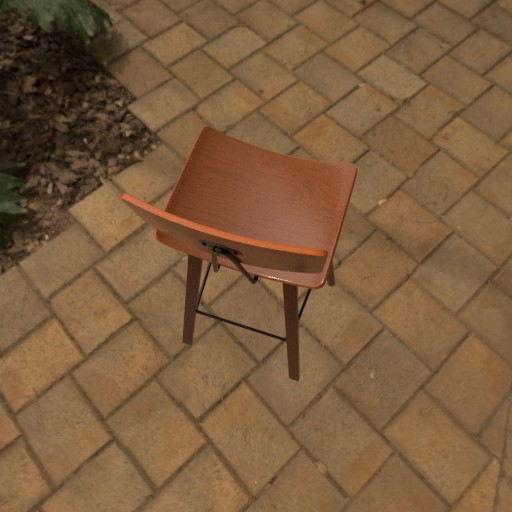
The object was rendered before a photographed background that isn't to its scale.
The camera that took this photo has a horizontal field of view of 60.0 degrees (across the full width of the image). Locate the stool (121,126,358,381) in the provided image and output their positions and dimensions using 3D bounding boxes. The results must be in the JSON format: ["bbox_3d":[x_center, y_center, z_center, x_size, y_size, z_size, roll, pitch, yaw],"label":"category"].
[{"bbox_3d":[0.000,0.000,1.250,0.509,0.969,0.440,17,64,8],"label":"stool"}]
